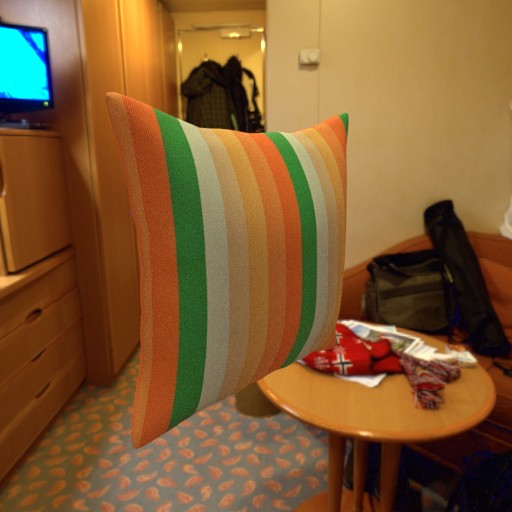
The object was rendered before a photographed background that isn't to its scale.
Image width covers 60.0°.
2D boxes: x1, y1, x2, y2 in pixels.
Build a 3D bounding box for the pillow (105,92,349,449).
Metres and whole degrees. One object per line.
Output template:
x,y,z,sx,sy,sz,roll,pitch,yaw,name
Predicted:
0.000,0.000,0.682,0.453,0.444,0.169,-13,19,-43,pillow
